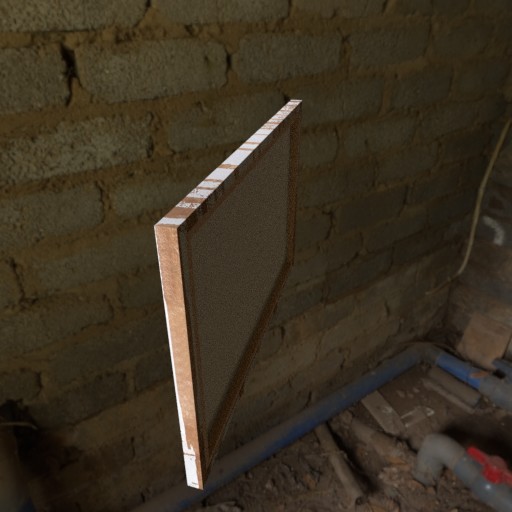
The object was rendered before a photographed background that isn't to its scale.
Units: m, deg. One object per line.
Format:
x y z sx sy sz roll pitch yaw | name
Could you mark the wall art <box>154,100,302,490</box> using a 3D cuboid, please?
0.000 0.000 1.152 0.035 0.609 0.914 8 31 14 | wall art
